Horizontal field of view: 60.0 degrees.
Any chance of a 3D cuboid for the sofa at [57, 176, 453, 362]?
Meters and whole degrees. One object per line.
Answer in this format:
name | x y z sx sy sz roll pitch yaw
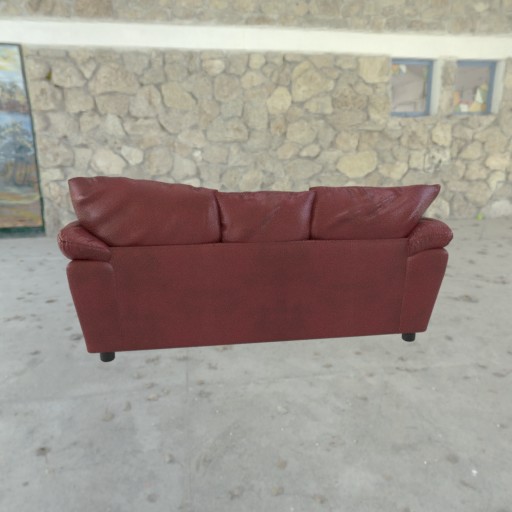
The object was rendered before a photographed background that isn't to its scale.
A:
sofa | 0.000 0.000 2.942 2.390 1.091 0.907 -2 14 -8
